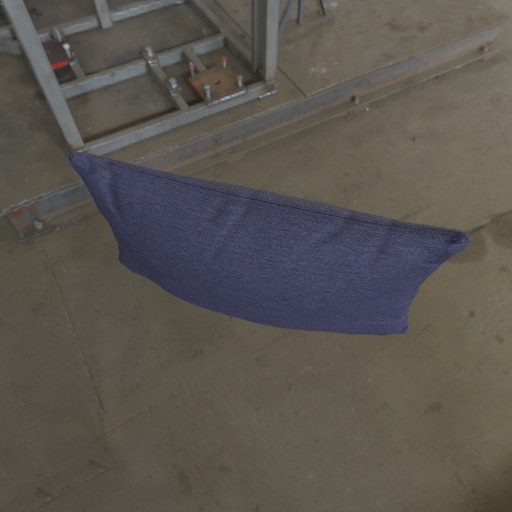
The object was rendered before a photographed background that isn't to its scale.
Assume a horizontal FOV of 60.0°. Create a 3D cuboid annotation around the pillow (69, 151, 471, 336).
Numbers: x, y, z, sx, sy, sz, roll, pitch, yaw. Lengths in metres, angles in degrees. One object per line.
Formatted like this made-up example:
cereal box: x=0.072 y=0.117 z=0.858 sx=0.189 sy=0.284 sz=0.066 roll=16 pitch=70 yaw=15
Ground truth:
pillow: x=0.000 y=0.000 z=0.805 sx=0.633 sy=0.338 sz=0.210 roll=13 pitch=59 yaw=8
